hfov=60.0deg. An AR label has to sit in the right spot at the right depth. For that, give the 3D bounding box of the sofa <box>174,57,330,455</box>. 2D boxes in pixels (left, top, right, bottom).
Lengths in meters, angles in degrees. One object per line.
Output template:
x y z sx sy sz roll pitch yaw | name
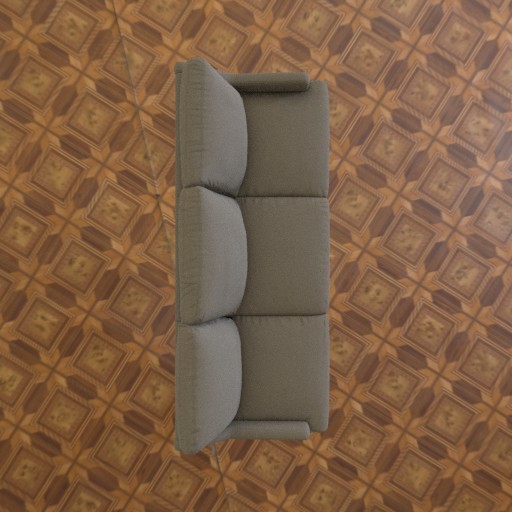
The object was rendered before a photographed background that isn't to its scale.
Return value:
0.000 0.000 2.872 0.987 0.926 2.344 0 90 -1 | sofa
